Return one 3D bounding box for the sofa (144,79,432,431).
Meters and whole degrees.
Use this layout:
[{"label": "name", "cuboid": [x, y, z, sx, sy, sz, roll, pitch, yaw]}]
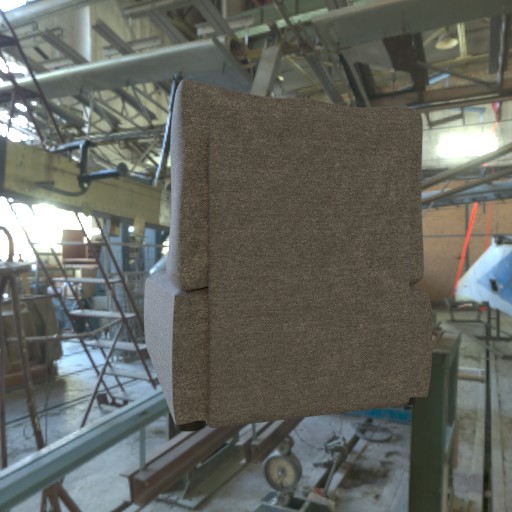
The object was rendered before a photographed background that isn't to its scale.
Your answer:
[{"label": "sofa", "cuboid": [0.000, 0.000, 1.549, 0.700, 0.820, 1.000, 0, 0, -18]}]
